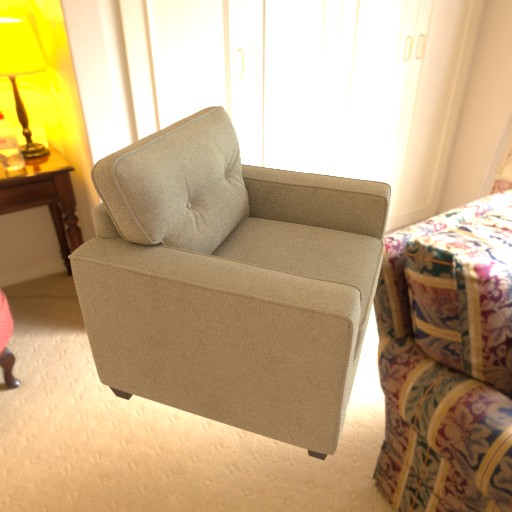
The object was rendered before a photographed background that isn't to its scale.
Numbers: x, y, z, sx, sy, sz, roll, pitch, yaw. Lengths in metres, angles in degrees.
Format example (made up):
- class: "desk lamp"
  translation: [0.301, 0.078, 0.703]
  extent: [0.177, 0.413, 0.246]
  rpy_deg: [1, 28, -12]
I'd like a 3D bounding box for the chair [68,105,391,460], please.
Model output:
- class: "chair"
  translation: [0.000, 0.000, 1.751]
  extent: [0.939, 0.965, 1.015]
  rpy_deg: [11, 33, 17]
